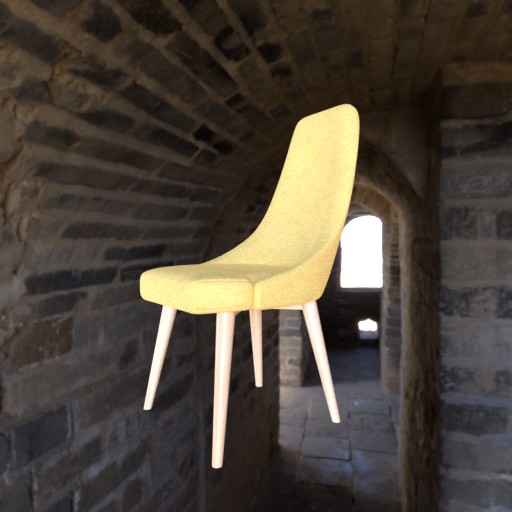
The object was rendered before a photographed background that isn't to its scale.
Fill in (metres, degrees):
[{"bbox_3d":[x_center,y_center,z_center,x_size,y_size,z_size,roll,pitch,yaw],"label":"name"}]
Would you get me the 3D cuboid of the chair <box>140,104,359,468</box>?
[{"bbox_3d":[0.000,0.000,1.446,0.660,1.040,0.510,-1,2,-35],"label":"chair"}]
